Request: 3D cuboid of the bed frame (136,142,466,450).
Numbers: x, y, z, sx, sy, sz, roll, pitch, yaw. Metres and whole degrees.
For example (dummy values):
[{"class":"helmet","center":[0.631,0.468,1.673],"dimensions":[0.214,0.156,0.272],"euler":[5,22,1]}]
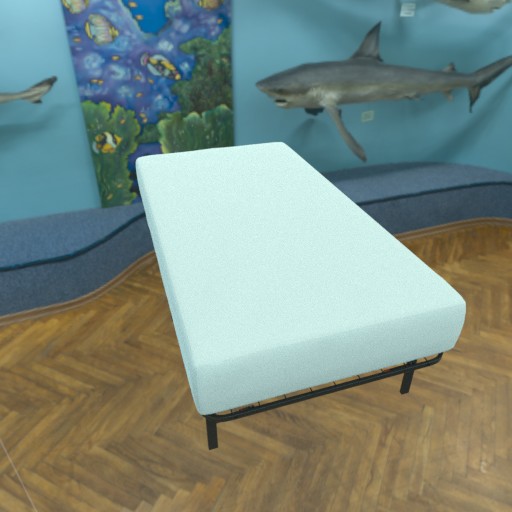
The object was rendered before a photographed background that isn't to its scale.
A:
[{"class":"bed frame","center":[0.000,0.000,2.348],"dimensions":[1.025,0.640,1.908],"euler":[-10,34,-15]}]
